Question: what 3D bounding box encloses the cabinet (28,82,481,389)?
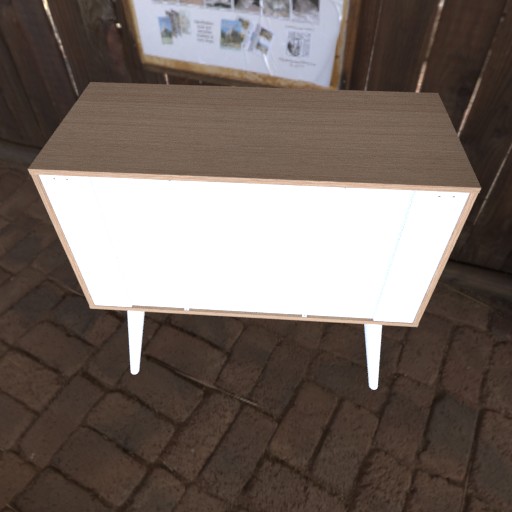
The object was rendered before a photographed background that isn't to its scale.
[{"bbox_3d":[0.000,0.000,1.559,1.057,1.016,0.470,3,47,3],"label":"cabinet"}]
